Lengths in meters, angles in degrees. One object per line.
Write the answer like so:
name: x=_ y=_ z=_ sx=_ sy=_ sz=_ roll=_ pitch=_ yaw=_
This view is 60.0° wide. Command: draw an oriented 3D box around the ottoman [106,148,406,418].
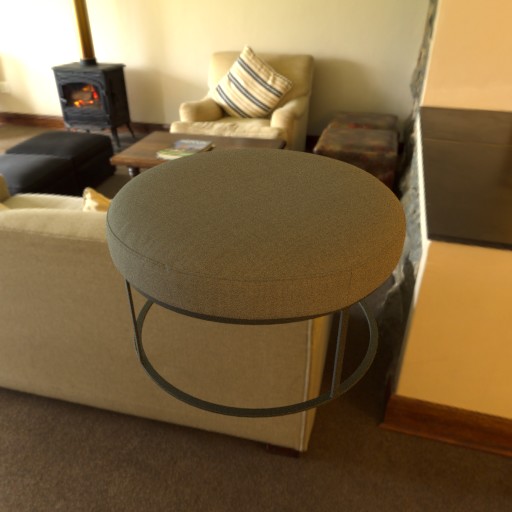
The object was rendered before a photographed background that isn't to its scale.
ottoman: x=0.000 y=0.000 z=1.249 sx=0.772 sy=0.460 sz=0.772 roll=0 pitch=31 yaw=0
